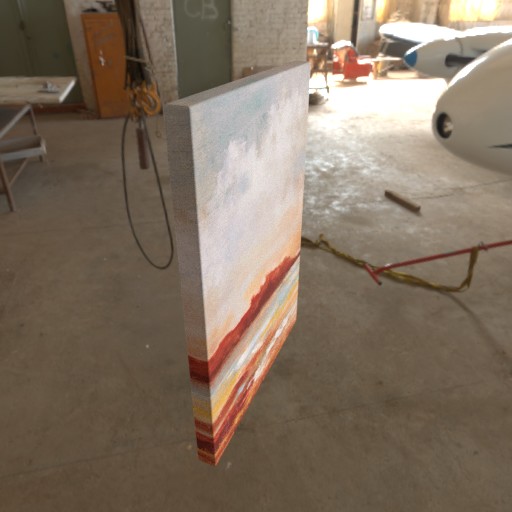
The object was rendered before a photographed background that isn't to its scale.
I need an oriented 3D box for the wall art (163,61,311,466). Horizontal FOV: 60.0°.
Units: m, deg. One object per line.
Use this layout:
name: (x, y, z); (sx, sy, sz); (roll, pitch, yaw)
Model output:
wall art: (0.000, 0.000, 0.801); (0.035, 0.605, 0.443); (12, 32, 20)
